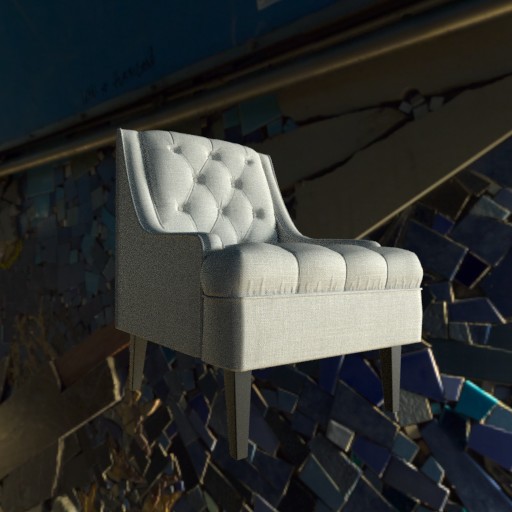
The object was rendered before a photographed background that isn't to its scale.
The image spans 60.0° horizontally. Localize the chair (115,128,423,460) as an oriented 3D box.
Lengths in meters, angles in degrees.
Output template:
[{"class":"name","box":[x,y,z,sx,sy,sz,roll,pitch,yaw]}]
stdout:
[{"class":"chair","box":[0.000,0.000,1.372,0.658,0.891,0.772,1,-1,-35]}]
